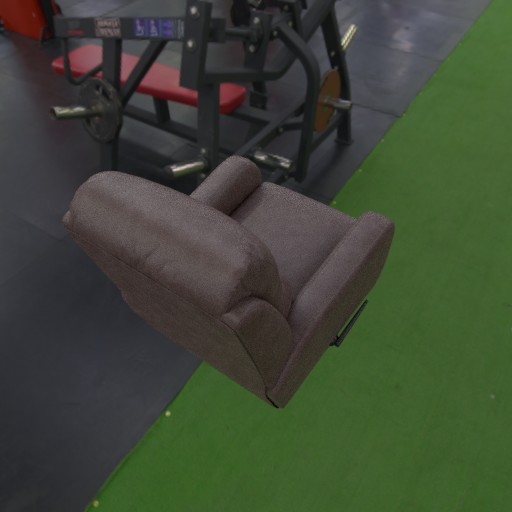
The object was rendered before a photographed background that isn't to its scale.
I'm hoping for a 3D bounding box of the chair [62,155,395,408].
[{"bbox_3d":[0.000,0.000,1.782,0.865,1.067,1.067,27,53,23],"label":"chair"}]
